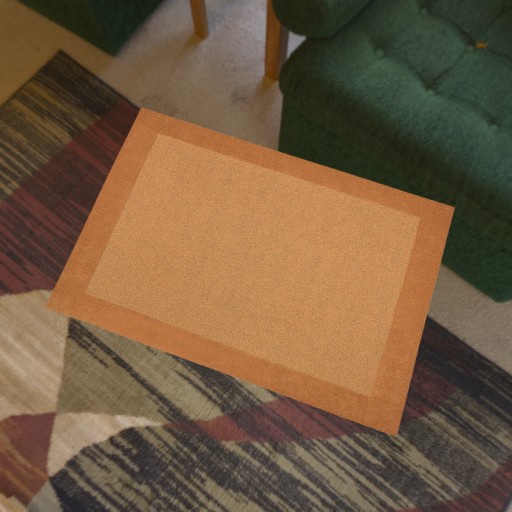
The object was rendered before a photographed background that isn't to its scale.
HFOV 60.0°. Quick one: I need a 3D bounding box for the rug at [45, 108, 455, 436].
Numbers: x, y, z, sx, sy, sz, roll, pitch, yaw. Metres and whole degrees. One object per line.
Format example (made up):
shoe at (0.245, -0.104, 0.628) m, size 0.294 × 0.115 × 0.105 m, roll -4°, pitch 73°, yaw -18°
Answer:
rug at (0.000, 0.000, 2.310) m, size 1.829 × 0.014 × 1.219 m, roll 19°, pitch 76°, yaw 5°
